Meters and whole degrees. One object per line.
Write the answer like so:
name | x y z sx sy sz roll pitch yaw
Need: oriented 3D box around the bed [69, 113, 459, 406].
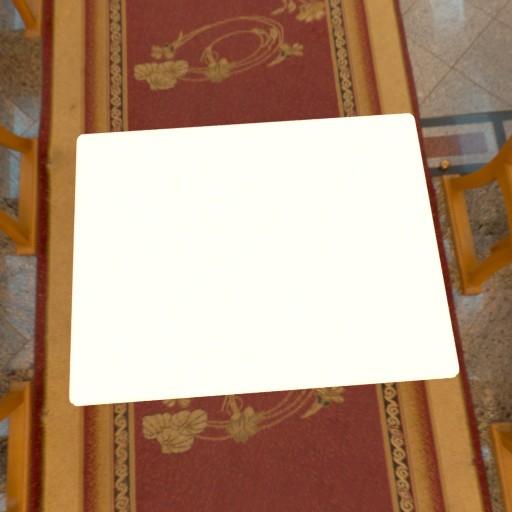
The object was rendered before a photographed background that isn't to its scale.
bed | 0.000 0.000 2.639 2.016 0.431 1.536 -4 76 -1
